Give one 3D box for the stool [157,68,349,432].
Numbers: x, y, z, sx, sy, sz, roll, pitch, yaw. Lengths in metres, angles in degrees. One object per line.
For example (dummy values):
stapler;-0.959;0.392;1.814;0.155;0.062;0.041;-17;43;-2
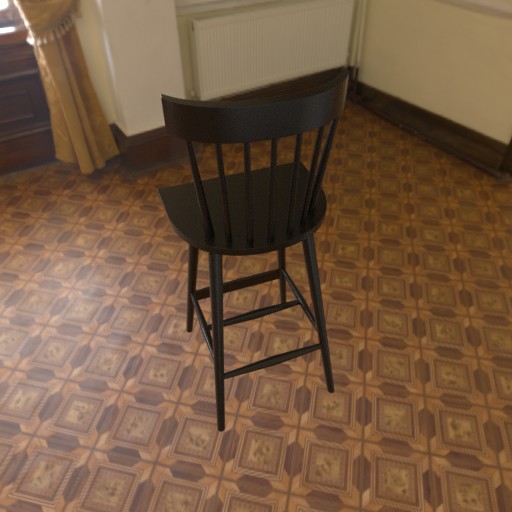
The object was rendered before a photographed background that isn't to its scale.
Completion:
stool;0.000;0.000;1.376;0.482;1.092;0.483;-14;44;-15
